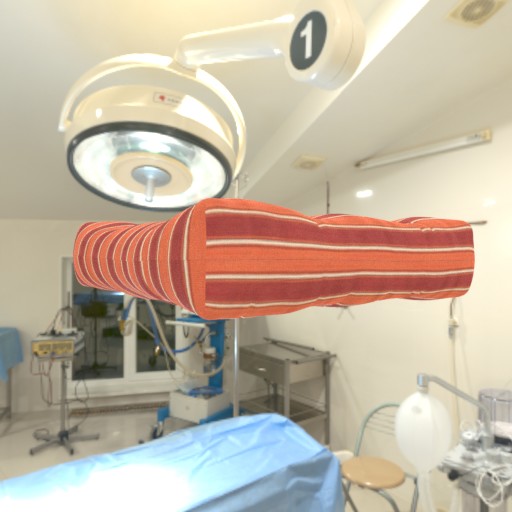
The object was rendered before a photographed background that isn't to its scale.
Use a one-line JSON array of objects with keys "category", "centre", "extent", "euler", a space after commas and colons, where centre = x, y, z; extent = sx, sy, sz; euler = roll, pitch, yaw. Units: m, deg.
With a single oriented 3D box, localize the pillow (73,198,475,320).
[{"category": "pillow", "centre": [0.000, 0.000, 0.709], "extent": [0.468, 0.133, 0.490], "euler": [0, 0, -35]}]
